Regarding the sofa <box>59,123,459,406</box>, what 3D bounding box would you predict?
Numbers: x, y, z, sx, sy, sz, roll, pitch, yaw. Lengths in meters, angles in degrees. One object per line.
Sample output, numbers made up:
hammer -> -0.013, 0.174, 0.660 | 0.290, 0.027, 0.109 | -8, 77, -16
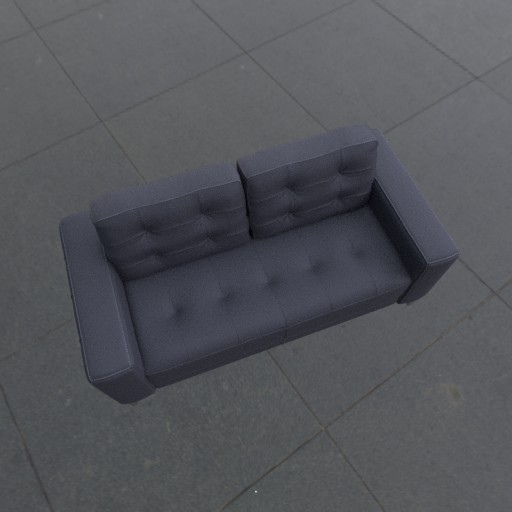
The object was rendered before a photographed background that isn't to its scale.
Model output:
sofa -> 0.000, 0.000, 2.209 | 1.726, 0.893, 0.833 | -18, 63, -9
